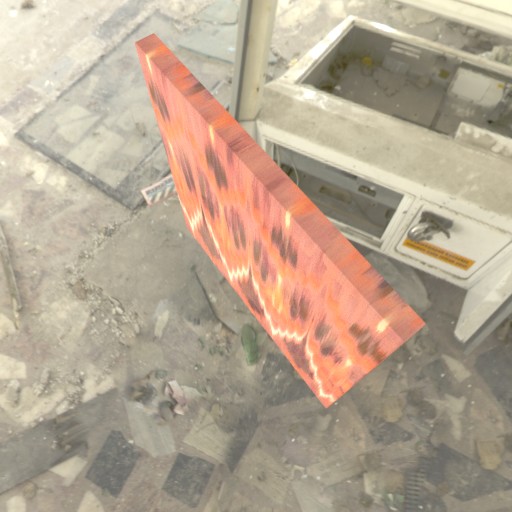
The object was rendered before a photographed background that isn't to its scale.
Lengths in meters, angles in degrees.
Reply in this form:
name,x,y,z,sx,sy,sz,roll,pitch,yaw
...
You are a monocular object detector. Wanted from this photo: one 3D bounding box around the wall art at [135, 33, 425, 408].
name,x,y,z,sx,sy,sz,roll,pitch,yaw
wall art,0.000,0.000,0.879,0.037,0.609,0.603,-34,69,-15
